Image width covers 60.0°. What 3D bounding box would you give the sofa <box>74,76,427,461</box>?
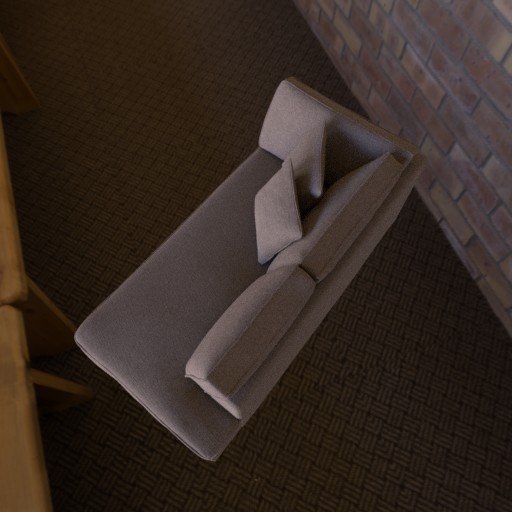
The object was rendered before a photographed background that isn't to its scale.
[{"bbox_3d":[0.000,0.000,2.856,1.110,1.033,2.237,35,68,16],"label":"sofa"}]
